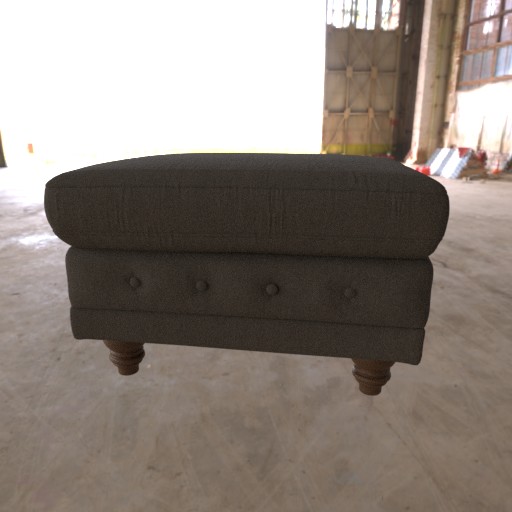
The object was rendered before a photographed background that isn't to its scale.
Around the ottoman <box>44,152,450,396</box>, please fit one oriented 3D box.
[{"bbox_3d":[0.000,0.000,1.116,0.771,0.500,0.569,2,16,8],"label":"ottoman"}]
